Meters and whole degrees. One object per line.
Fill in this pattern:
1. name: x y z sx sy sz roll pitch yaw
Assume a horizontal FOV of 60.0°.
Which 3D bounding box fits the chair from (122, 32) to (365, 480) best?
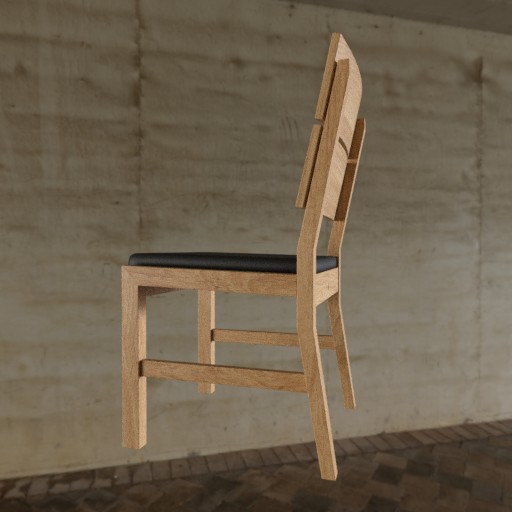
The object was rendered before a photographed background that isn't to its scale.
1. chair: 0.000 0.000 1.241 0.569 0.950 0.475 0 1 18
